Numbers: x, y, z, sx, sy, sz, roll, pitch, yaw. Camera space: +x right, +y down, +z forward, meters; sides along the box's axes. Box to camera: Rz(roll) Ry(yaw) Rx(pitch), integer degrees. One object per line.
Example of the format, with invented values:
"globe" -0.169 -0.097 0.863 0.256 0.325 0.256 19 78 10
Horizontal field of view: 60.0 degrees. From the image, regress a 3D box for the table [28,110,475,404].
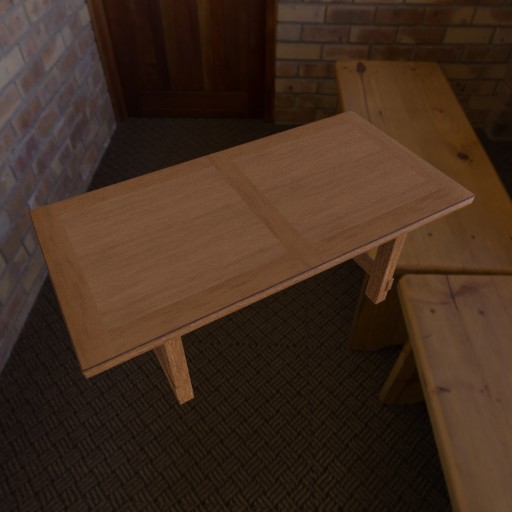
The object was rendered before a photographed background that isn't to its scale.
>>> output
"table" 0.000 0.000 2.467 1.982 0.762 1.000 -23 50 -20
